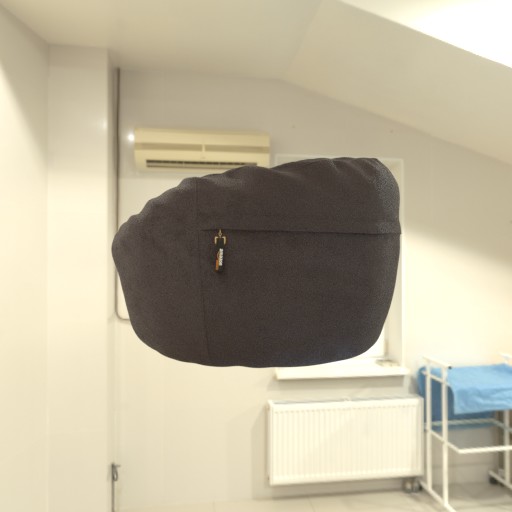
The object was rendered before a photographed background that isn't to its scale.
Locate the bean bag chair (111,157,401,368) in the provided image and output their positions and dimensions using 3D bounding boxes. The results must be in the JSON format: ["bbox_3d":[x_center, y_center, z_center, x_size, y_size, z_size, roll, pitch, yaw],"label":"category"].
[{"bbox_3d":[0.000,0.000,2.060,1.245,0.821,1.245,0,0,0],"label":"bean bag chair"}]
